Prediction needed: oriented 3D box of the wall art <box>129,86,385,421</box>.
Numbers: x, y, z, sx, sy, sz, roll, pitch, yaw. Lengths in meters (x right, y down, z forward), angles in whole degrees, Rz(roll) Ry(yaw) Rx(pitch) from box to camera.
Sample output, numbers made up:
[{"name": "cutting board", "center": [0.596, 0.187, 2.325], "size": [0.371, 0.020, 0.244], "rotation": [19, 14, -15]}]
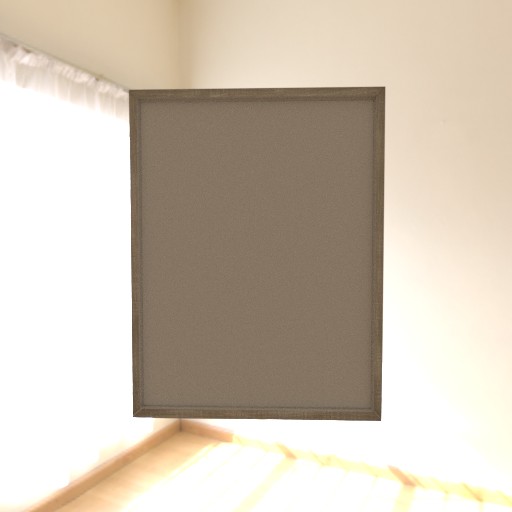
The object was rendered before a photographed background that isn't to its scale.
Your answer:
[{"name": "wall art", "center": [0.000, 0.000, 1.379], "size": [0.781, 1.022, 0.035], "rotation": [0, 2, 2]}]
